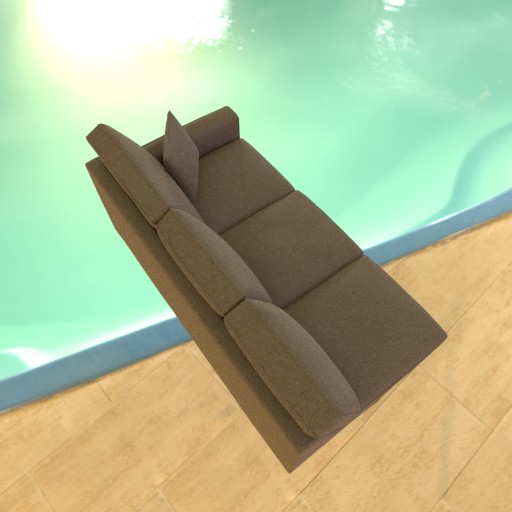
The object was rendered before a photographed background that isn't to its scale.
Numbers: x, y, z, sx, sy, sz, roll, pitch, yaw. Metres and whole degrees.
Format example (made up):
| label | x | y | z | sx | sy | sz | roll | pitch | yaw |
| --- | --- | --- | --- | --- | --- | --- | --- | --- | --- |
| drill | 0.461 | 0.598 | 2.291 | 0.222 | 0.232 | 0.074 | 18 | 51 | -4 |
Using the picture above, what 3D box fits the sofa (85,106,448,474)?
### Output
| label | x | y | z | sx | sy | sz | roll | pitch | yaw |
| --- | --- | --- | --- | --- | --- | --- | --- | --- | --- |
| sofa | 0.000 | 0.000 | 2.496 | 1.034 | 0.946 | 1.963 | -32 | 63 | -19 |
